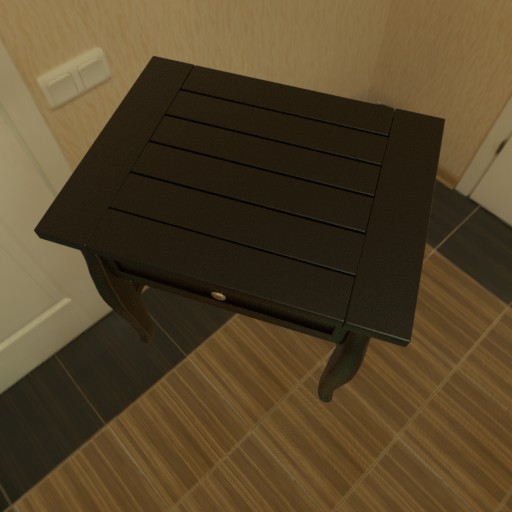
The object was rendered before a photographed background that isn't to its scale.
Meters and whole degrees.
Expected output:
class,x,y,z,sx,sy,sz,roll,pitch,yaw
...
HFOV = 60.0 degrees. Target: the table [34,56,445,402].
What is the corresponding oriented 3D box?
class,x,y,z,sx,sy,sz,roll,pitch,yaw
table,0.000,0.000,1.032,0.602,0.604,0.460,16,61,9
